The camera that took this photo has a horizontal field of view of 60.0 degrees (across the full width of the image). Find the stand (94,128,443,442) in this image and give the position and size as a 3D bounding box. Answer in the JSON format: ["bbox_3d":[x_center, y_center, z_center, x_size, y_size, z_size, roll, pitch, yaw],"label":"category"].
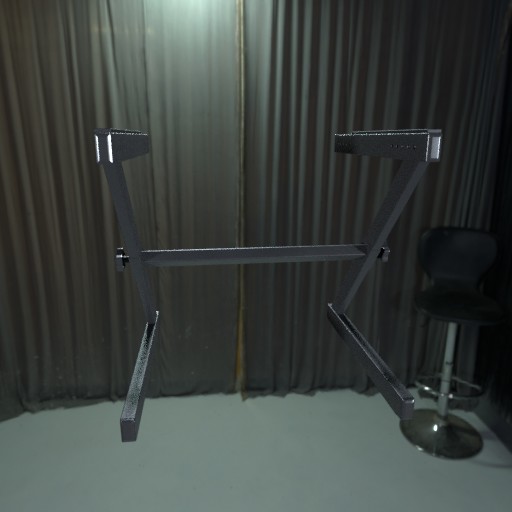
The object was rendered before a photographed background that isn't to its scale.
[{"bbox_3d":[0.000,0.000,1.136,0.700,0.617,0.586,-2,15,-7],"label":"stand"}]
